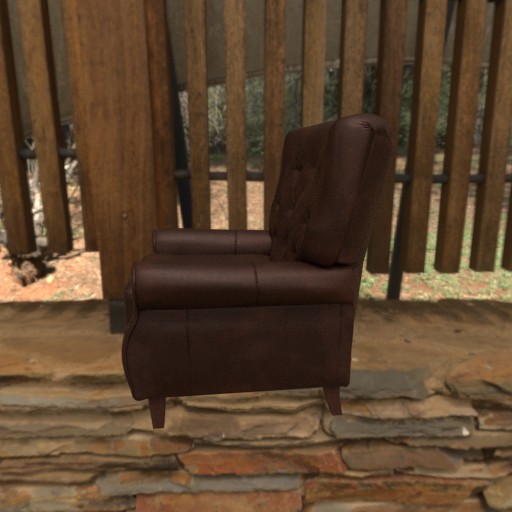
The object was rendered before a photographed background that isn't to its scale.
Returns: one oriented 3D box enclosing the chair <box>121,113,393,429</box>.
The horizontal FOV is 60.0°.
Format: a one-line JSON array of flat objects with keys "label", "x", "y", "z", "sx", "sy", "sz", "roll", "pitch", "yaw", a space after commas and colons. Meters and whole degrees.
[{"label": "chair", "x": 0.000, "y": 0.000, "z": 1.915, "sx": 1.058, "sy": 1.158, "sz": 0.948, "roll": -2, "pitch": 13, "yaw": -7}]
